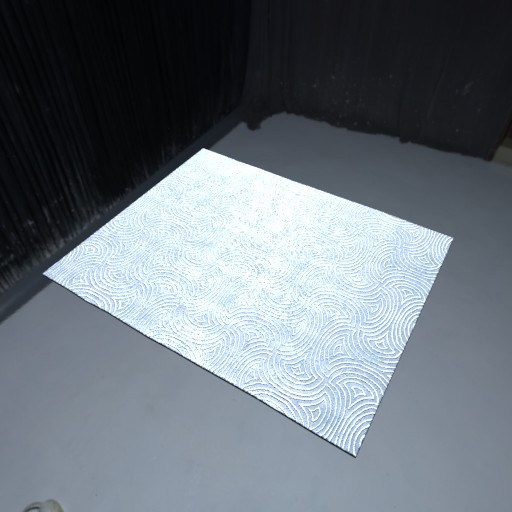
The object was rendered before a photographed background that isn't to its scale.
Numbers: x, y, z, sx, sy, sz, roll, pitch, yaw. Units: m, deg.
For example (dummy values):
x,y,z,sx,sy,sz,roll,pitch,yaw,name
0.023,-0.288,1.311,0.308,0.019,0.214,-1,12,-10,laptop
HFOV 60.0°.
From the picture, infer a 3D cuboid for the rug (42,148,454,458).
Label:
x,y,z,sx,sy,sz,roll,pitch,yaw,name
0.000,0.000,4.171,3.042,0.021,2.456,24,50,22,rug
